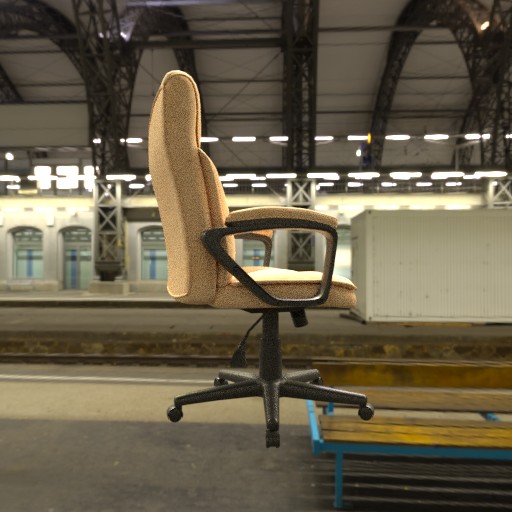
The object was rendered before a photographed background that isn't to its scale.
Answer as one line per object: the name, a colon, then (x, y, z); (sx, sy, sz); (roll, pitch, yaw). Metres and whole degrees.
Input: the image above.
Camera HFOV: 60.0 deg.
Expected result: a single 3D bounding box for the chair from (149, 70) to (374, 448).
chair: (0.000, 0.000, 1.581); (0.724, 1.105, 0.667); (0, -1, -18)
